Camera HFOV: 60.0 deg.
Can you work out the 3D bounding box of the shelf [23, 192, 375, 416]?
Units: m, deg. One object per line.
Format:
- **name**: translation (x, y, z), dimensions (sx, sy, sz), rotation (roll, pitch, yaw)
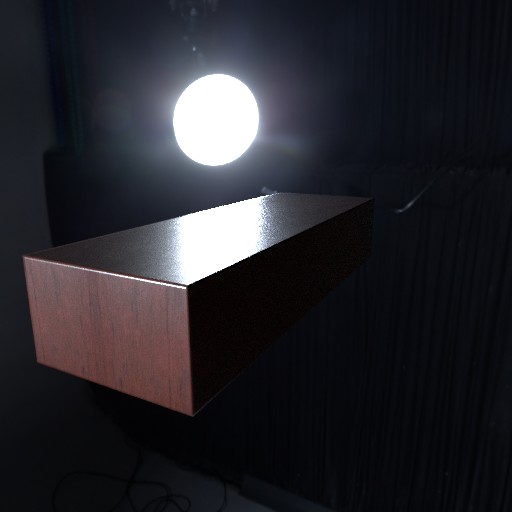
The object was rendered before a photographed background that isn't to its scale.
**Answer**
- **shelf**: translation (0.000, 0.000, 0.504), dimensions (0.152, 0.088, 0.457), rotation (8, 17, 27)
